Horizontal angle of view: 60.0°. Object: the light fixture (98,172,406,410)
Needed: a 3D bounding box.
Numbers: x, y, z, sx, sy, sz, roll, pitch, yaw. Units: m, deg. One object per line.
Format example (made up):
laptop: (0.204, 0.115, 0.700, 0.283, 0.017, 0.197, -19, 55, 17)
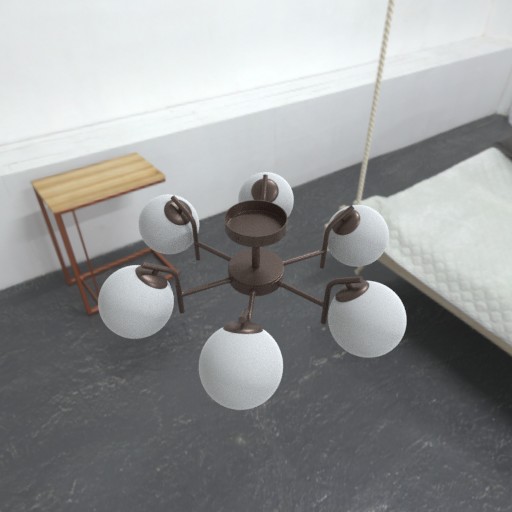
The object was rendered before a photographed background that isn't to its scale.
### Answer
light fixture: (0.000, 0.000, 0.941, 0.662, 0.201, 0.662, 0, 40, 0)
